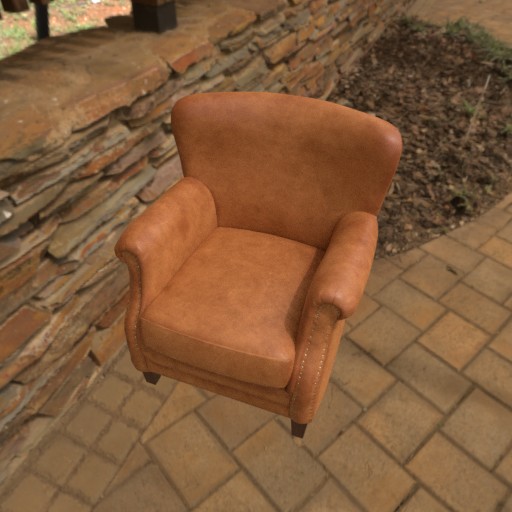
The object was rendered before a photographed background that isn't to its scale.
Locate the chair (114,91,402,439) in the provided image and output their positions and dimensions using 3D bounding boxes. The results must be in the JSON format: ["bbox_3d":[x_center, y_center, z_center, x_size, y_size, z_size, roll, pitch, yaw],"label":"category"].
[{"bbox_3d":[0.000,0.000,1.687,0.861,0.936,0.921,14,43,15],"label":"chair"}]
